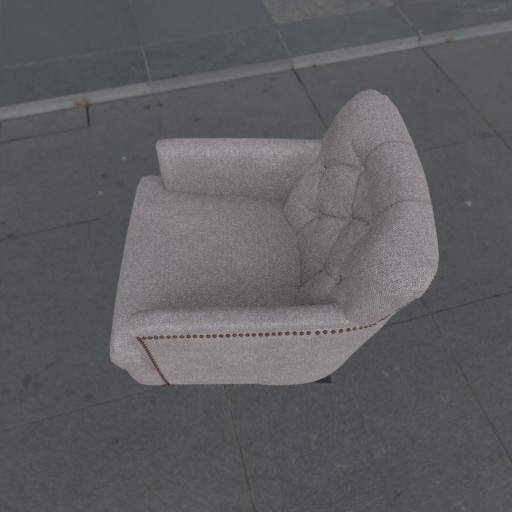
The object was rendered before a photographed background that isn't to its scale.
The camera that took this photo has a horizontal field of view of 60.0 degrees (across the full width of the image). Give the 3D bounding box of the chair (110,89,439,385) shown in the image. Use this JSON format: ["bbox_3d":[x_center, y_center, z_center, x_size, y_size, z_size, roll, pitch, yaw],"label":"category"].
[{"bbox_3d":[0.000,0.000,1.497,0.902,0.823,0.737,-1,57,0],"label":"chair"}]
